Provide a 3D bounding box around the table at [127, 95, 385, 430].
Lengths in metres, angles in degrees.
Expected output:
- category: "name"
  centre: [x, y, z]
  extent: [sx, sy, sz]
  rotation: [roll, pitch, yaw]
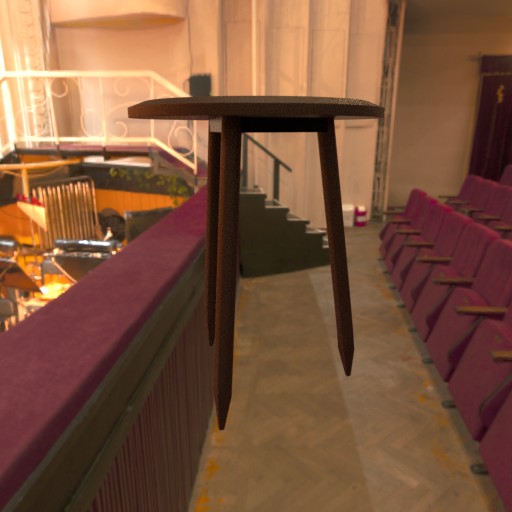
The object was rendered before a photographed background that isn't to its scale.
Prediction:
- category: "table"
  centre: [0.000, 0.000, 0.897]
  extent: [0.457, 0.585, 0.457]
  rotation: [0, 16, 0]
